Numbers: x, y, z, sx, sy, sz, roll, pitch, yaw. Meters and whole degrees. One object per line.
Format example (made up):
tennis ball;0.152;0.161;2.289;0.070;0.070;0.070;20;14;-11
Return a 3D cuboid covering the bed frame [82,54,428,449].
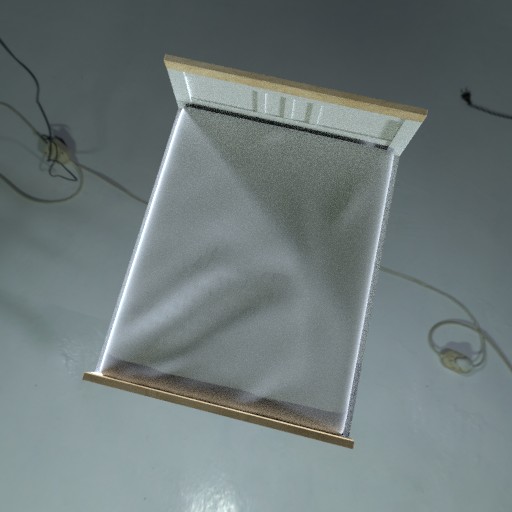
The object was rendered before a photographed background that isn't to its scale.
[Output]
bed frame;0.000;0.000;2.989;1.670;0.980;2.050;13;77;3
